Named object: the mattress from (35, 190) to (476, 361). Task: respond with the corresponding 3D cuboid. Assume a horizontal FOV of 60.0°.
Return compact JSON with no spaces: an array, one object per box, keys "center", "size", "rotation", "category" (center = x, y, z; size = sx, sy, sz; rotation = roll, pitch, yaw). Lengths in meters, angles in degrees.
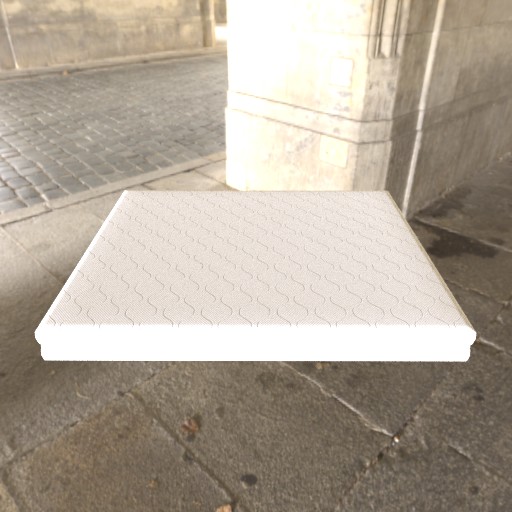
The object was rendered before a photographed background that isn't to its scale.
[{"center":[0.000,0.000,2.717],"size":[2.000,0.200,1.600],"rotation":[0,32,0],"category":"mattress"}]
